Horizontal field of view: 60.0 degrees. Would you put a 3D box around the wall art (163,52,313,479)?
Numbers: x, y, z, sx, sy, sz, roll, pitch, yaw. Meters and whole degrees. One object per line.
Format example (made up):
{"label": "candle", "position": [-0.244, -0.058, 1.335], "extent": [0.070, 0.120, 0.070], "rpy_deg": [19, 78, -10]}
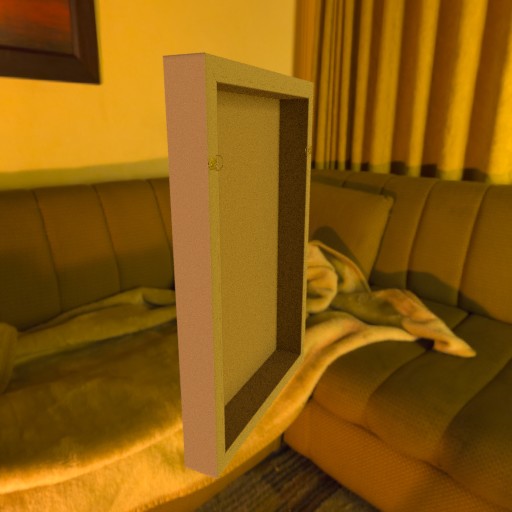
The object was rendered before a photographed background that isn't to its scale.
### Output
{"label": "wall art", "position": [0.000, 0.000, 0.494], "extent": [0.039, 0.381, 0.252], "rpy_deg": [8, 18, 24]}
